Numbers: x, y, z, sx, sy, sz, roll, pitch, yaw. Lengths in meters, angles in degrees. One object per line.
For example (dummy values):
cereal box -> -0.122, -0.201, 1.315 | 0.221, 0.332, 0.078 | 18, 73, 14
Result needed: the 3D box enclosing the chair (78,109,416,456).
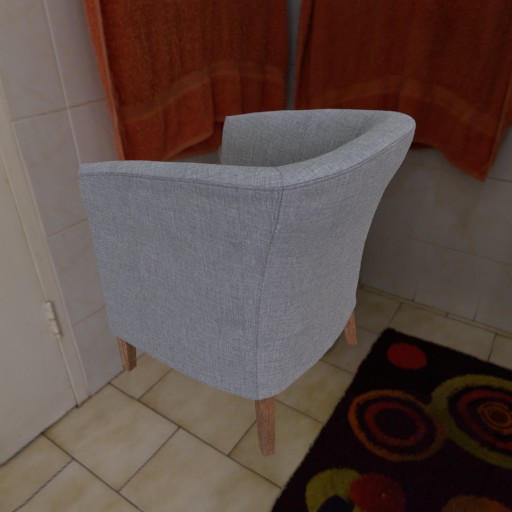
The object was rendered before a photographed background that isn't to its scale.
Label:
chair -> 0.000, 0.000, 1.219 | 0.668, 0.771, 0.600 | 20, 37, 30
